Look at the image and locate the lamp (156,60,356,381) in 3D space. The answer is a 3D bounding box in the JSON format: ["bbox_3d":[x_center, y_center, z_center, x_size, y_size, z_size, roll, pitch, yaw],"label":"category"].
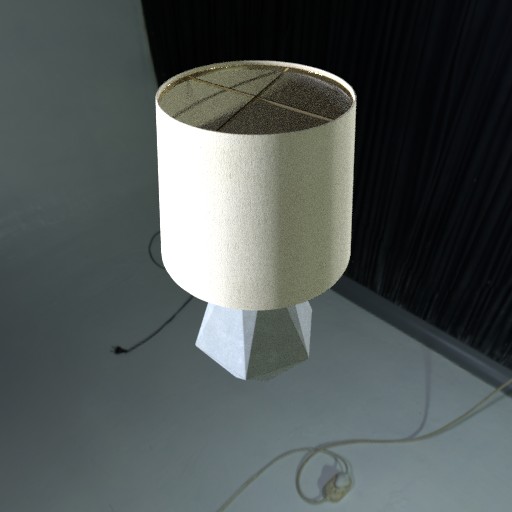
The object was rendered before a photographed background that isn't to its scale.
[{"bbox_3d":[0.000,0.000,0.676,0.276,0.501,0.276,0,41,0],"label":"lamp"}]
